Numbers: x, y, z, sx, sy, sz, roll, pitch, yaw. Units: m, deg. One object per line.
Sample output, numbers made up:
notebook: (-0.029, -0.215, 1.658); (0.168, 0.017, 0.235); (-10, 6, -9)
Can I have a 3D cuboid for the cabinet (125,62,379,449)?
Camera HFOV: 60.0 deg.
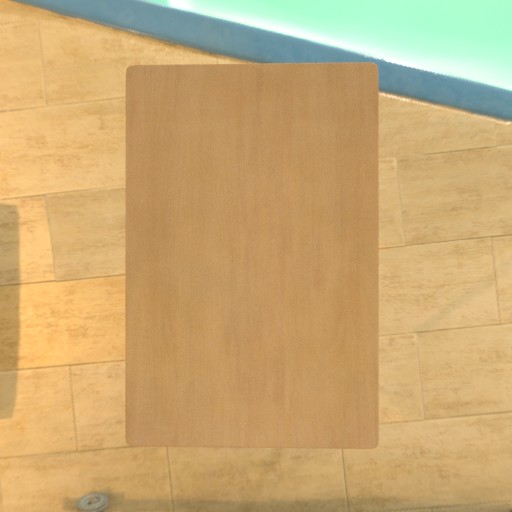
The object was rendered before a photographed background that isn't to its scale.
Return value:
cabinet: (0.000, 0.000, 1.259); (0.503, 0.762, 0.763); (0, 90, 1)
